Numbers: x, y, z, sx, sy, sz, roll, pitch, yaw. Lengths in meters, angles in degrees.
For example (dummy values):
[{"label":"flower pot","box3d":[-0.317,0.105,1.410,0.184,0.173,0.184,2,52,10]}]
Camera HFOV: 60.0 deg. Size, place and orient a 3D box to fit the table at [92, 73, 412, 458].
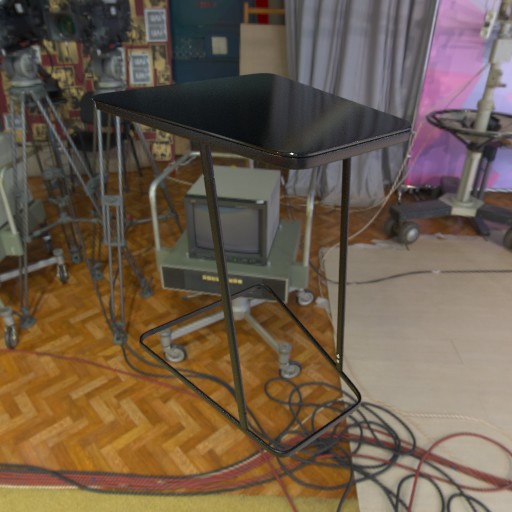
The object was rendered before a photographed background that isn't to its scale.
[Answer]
[{"label":"table","box3d":[0.000,0.000,0.939,0.427,0.624,0.500,-21,37,-30]}]
